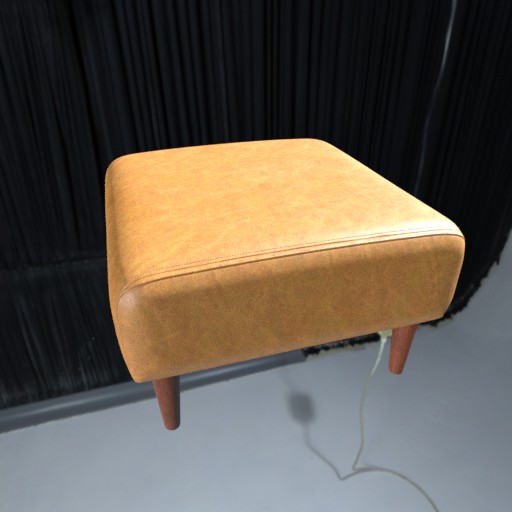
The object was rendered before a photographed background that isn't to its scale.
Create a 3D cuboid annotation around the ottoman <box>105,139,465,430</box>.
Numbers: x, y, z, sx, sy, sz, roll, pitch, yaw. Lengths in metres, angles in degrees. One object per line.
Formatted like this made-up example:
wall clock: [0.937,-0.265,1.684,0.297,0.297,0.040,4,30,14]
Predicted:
ottoman: [0.000,0.000,1.058,0.650,0.399,0.650,-9,31,-15]
